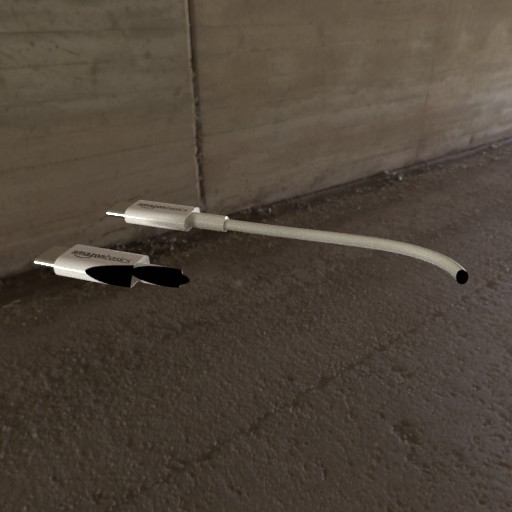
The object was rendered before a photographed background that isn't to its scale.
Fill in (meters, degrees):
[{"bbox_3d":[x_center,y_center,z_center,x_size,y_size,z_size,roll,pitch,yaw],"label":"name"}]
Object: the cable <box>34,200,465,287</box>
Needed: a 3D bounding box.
[{"bbox_3d":[0.000,0.000,0.108,0.098,0.005,0.041,9,31,15],"label":"cable"}]
